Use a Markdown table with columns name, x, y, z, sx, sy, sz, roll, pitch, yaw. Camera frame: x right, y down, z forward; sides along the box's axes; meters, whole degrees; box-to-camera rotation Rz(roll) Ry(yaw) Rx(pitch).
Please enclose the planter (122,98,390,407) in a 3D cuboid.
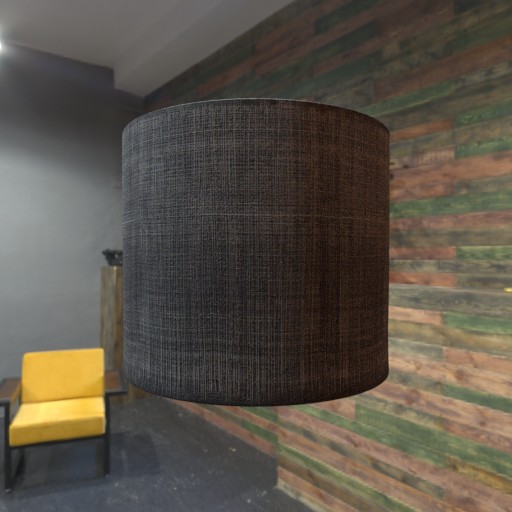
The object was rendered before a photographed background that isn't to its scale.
| name | x | y | z | sx | sy | sz | roll | pitch | yaw |
| --- | --- | --- | --- | --- | --- | --- | --- | --- | --- |
| planter | 0.000 | 0.000 | 0.439 | 0.254 | 0.221 | 0.254 | 0 | 0 | 0 |
